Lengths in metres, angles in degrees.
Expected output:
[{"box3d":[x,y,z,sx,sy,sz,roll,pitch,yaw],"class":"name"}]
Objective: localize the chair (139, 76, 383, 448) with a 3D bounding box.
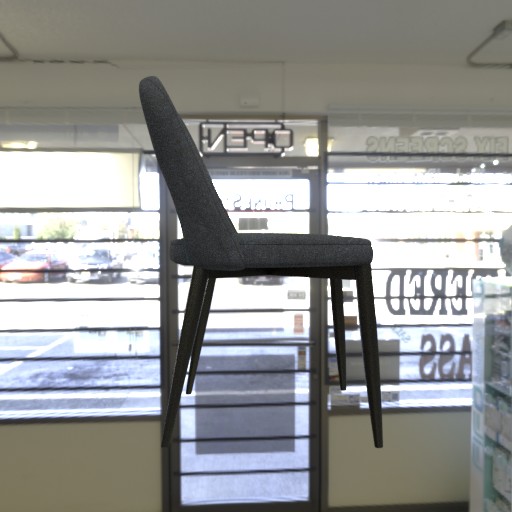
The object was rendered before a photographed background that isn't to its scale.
[{"box3d":[0.000,0.000,1.265,0.612,0.931,0.470,0,2,-1],"class":"chair"}]
